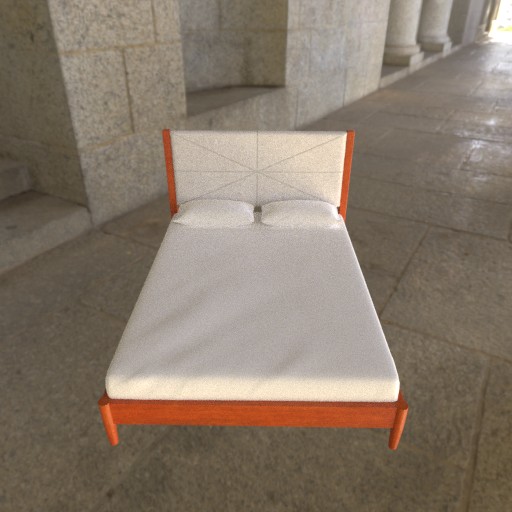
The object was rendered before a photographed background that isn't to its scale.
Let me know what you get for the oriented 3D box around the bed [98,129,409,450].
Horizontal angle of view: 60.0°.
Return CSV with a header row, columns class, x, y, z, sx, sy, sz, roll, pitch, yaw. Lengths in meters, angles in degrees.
class,x,y,z,sx,sy,sz,roll,pitch,yaw
bed,0.000,0.000,2.994,1.566,1.165,2.117,1,30,1
